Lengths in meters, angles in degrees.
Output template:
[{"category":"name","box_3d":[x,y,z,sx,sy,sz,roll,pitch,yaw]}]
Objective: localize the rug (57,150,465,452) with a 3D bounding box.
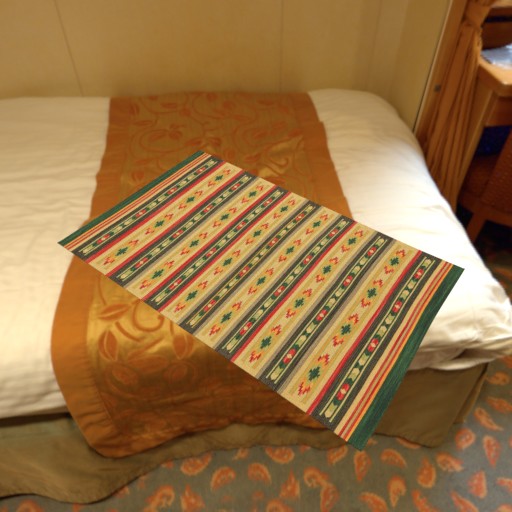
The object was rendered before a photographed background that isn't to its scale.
[{"category":"rug","box_3d":[0.000,0.000,3.107,2.447,0.011,1.520,28,52,25]}]
